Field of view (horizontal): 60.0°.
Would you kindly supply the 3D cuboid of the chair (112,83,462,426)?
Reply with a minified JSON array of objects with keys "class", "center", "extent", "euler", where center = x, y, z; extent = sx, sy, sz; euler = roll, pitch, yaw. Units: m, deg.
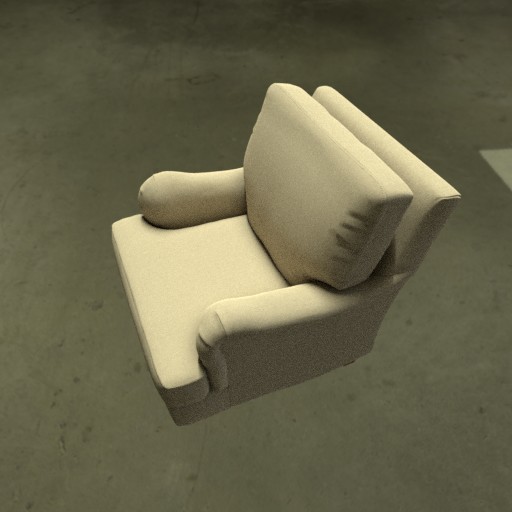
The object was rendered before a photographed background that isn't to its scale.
[{"class":"chair","center":[0.000,0.000,1.828],"extent":[1.078,1.076,0.895],"euler":[-18,49,-16]}]
